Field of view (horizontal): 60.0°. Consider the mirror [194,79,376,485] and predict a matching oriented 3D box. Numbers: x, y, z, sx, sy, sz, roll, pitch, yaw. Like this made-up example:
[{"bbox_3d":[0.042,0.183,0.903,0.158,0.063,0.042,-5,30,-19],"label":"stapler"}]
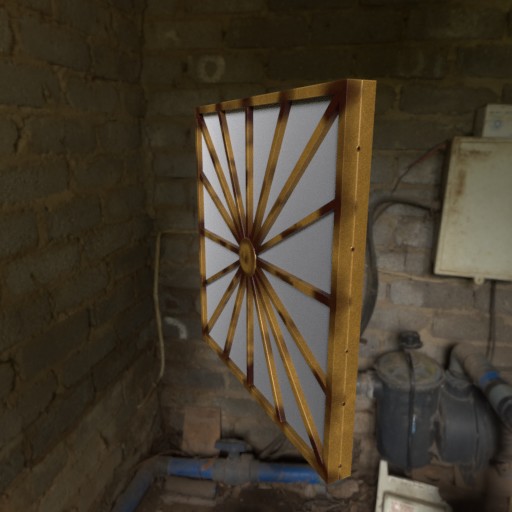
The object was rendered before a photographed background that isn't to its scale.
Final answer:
[{"bbox_3d":[0.000,0.000,0.754,0.042,0.507,0.509,-7,16,-25],"label":"mirror"}]
